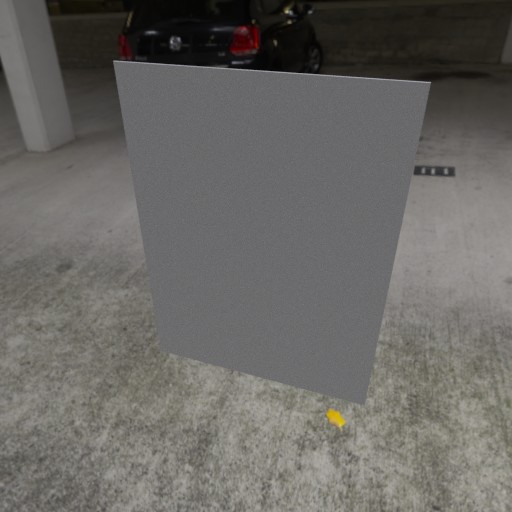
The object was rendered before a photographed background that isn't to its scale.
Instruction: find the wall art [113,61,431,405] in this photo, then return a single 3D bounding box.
[{"bbox_3d":[0.000,0.000,0.777,0.457,0.609,0.003,11,35,16],"label":"wall art"}]
